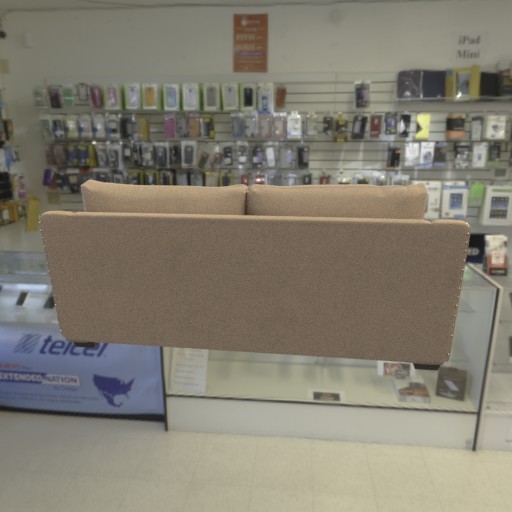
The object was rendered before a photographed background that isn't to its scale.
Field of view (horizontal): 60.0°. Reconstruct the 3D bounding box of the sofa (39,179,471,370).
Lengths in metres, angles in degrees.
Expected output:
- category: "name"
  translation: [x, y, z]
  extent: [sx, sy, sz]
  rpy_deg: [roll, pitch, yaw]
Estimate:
- category: "sofa"
  translation: [0.000, 0.000, 2.548]
  extent: [1.967, 0.901, 1.030]
  rpy_deg: [2, 15, 8]
